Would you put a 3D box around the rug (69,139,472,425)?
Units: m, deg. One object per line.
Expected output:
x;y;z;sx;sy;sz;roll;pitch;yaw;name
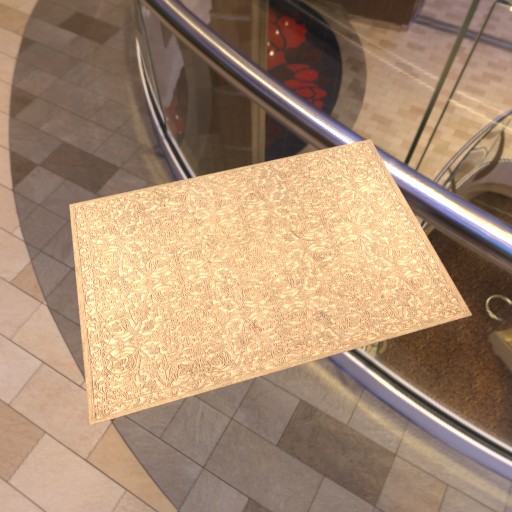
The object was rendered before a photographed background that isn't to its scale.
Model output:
0.000;0.000;2.318;1.827;0.006;1.221;-14;60;-8;rug
